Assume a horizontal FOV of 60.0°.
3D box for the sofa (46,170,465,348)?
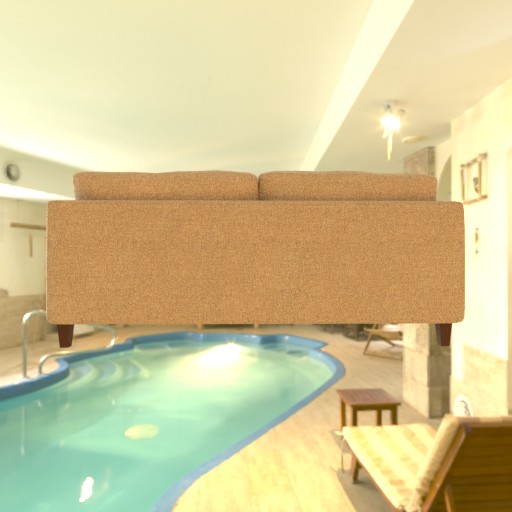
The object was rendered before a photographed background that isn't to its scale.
[{"bbox_3d":[0.000,0.000,2.762,2.208,0.965,0.951,0,-1,-1],"label":"sofa"}]
